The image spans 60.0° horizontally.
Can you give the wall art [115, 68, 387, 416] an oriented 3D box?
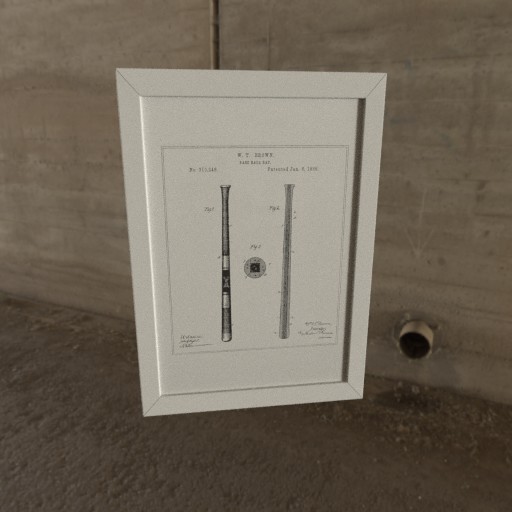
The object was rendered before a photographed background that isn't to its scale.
[{"bbox_3d":[0.000,0.000,0.682,0.374,0.529,0.012,-2,16,-8],"label":"wall art"}]
